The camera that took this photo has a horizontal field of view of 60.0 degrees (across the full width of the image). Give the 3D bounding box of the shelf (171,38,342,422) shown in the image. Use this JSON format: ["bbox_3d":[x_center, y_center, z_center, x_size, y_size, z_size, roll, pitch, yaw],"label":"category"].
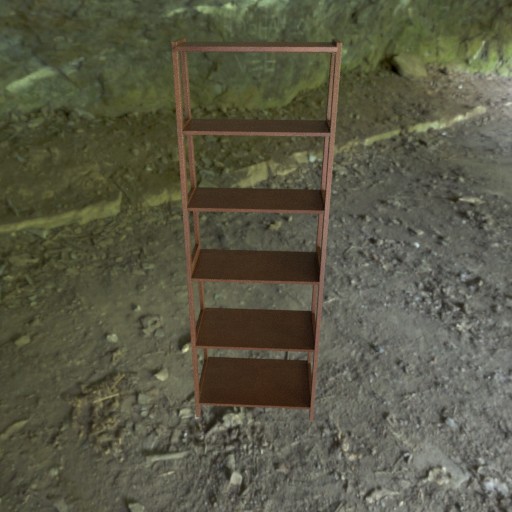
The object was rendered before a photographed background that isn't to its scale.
[{"bbox_3d":[0.000,0.000,2.171,0.660,1.892,0.382,1,30,3],"label":"shelf"}]
